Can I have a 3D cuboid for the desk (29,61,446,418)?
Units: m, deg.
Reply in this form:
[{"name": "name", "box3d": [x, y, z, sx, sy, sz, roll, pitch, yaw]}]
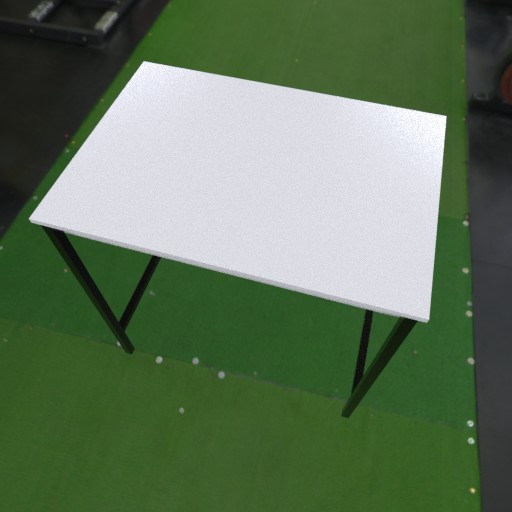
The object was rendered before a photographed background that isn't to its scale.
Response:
[{"name": "desk", "box3d": [0.000, 0.000, 1.324, 0.811, 0.766, 0.573, 14, 58, 9]}]
